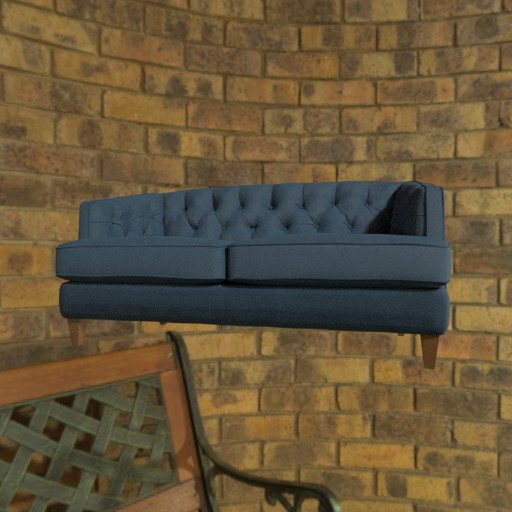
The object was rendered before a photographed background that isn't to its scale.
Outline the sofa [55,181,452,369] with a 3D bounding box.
[{"bbox_3d":[0.000,0.000,2.246,1.733,0.854,0.941,0,0,16],"label":"sofa"}]
